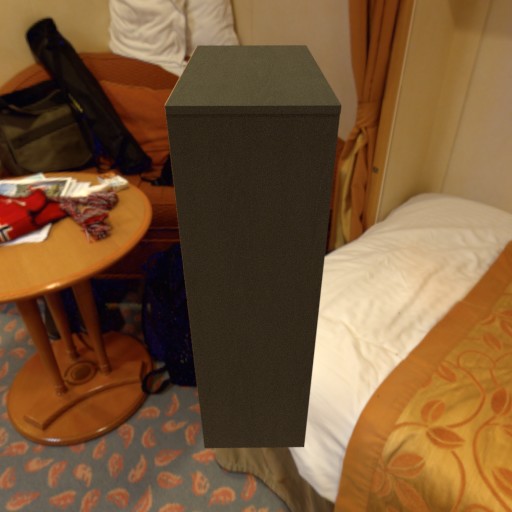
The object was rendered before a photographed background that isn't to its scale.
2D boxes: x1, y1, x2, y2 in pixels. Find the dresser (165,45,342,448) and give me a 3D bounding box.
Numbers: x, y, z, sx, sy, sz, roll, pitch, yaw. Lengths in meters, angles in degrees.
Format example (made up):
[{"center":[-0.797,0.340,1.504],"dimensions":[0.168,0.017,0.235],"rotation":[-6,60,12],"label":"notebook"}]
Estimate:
[{"center":[0.000,0.000,1.575],"dimensions":[0.399,1.255,0.704],"rotation":[0,35,-1],"label":"dresser"}]
